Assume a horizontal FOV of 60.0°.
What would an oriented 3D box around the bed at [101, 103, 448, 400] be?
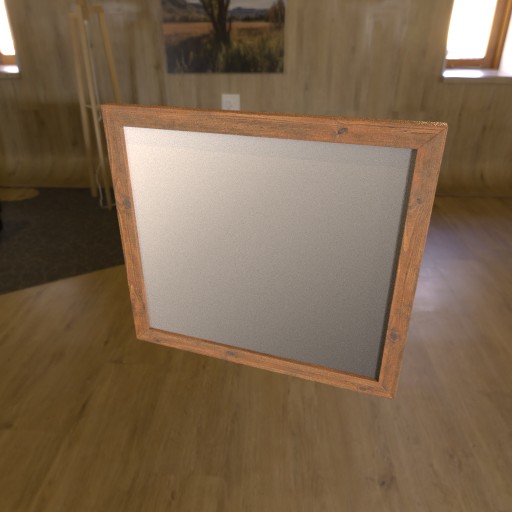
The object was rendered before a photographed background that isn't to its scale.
[{"bbox_3d":[0.000,0.000,1.512,1.046,0.942,0.046,9,29,17],"label":"bed"}]
